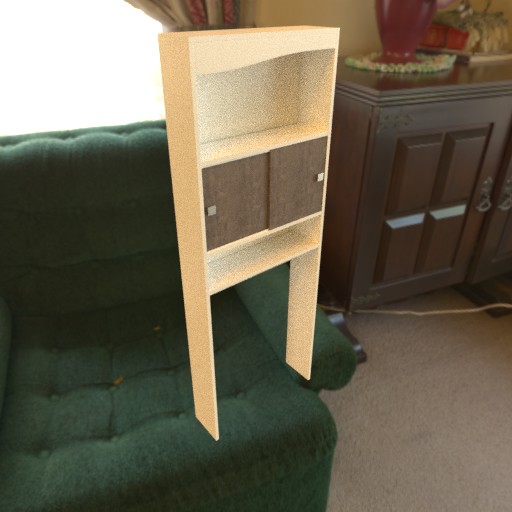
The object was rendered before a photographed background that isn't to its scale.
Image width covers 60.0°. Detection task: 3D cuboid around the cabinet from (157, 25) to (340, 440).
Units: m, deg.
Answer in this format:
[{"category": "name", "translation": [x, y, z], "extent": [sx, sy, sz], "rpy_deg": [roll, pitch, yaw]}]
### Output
[{"category": "cabinet", "translation": [0.000, 0.000, 1.948], "extent": [0.643, 1.770, 0.192], "rpy_deg": [-22, 37, -33]}]
